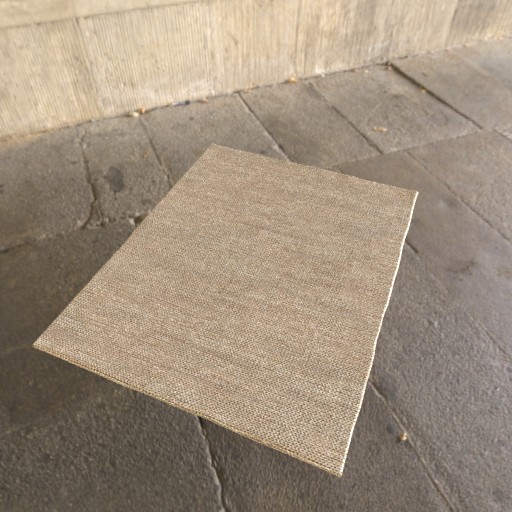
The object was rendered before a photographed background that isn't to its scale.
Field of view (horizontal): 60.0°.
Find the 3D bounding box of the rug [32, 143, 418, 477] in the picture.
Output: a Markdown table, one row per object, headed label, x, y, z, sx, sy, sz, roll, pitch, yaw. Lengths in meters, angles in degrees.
| label | x | y | z | sx | sy | sz | roll | pitch | yaw |
| --- | --- | --- | --- | --- | --- | --- | --- | --- | --- |
| rug | 0.000 | 0.000 | 4.006 | 2.429 | 0.030 | 3.052 | 17 | 48 | 16 |
